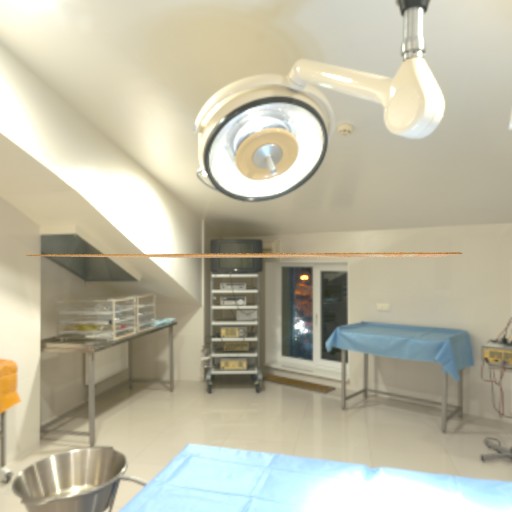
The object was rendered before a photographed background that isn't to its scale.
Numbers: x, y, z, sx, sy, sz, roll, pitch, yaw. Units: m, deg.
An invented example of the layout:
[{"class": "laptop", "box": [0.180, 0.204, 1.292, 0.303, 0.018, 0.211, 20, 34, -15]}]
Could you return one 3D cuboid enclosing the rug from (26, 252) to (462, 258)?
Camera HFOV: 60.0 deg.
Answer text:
[{"class": "rug", "box": [0.000, 0.000, 2.956, 2.336, 0.007, 1.525, 0, -1, 18]}]
